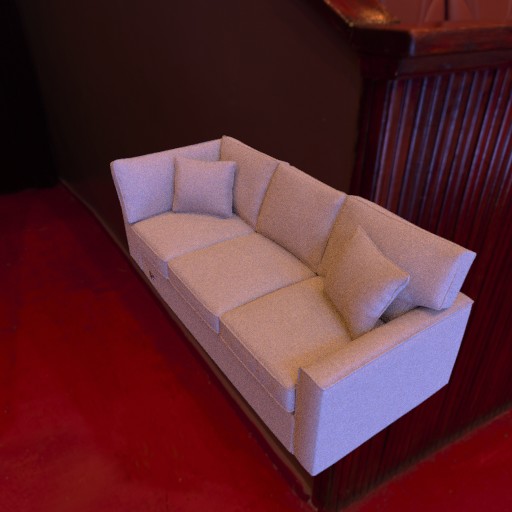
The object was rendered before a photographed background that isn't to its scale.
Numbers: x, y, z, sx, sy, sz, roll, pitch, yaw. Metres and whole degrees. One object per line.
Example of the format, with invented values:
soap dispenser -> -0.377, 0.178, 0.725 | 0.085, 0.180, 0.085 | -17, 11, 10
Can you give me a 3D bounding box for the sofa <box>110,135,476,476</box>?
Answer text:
sofa -> 0.000, 0.000, 2.814 | 1.061, 0.962, 2.317 | -20, 37, -28
